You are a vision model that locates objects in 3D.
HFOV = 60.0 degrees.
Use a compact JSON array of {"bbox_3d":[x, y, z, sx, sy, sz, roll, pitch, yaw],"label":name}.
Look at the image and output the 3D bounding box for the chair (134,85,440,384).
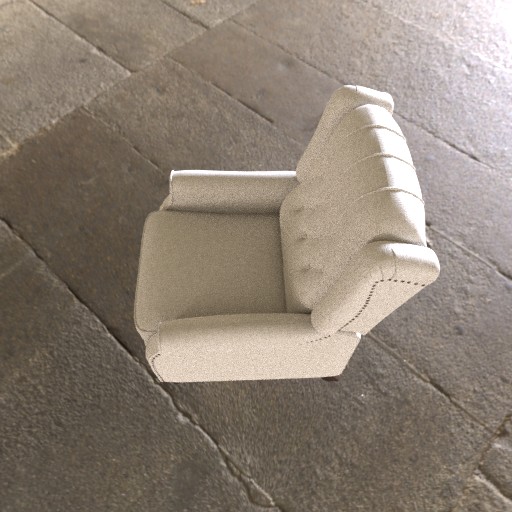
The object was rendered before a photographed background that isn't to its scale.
[{"bbox_3d":[0.000,0.000,1.628,0.902,1.035,0.742,-2,59,-1],"label":"chair"}]
